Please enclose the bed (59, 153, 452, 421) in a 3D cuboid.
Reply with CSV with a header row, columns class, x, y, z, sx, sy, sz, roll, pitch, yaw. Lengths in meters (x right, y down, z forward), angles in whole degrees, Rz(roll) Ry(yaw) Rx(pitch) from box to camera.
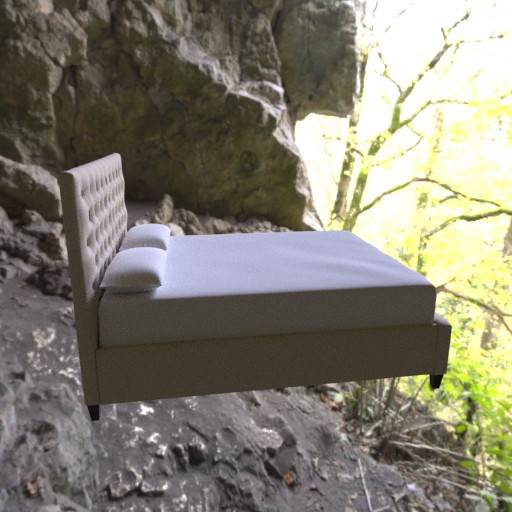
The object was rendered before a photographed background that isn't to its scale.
class,x,y,z,sx,sy,sz,roll,pitch,yaw
bed,0.000,0.000,3.299,2.233,1.426,1.696,-2,16,-8
